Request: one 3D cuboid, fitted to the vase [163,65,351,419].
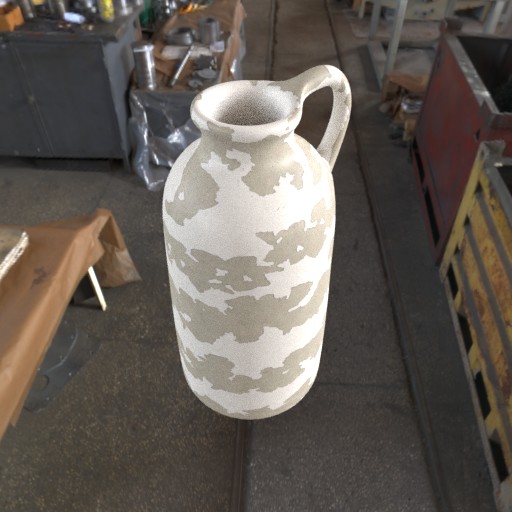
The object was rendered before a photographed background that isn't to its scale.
[{"bbox_3d":[0.000,0.000,0.482,0.203,0.382,0.186,-22,48,-21],"label":"vase"}]
